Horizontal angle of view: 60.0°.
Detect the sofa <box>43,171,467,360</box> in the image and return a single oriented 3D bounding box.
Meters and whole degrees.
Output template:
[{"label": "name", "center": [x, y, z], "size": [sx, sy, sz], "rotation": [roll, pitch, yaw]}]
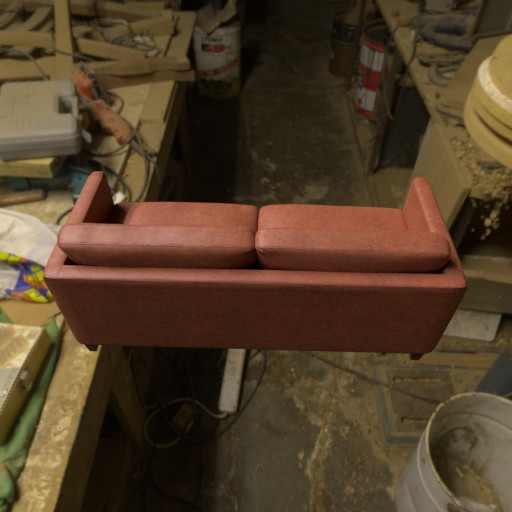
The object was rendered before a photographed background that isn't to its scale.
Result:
[{"label": "sofa", "center": [0.000, 0.000, 2.780], "size": [2.204, 0.932, 0.950], "rotation": [1, 47, 1]}]
